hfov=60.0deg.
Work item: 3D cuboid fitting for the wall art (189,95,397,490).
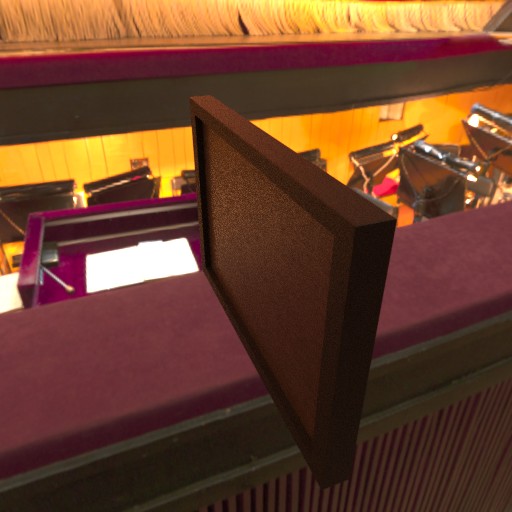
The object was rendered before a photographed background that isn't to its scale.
[{"bbox_3d":[0.000,0.000,0.839,0.051,0.456,0.671,-12,33,-18],"label":"wall art"}]
